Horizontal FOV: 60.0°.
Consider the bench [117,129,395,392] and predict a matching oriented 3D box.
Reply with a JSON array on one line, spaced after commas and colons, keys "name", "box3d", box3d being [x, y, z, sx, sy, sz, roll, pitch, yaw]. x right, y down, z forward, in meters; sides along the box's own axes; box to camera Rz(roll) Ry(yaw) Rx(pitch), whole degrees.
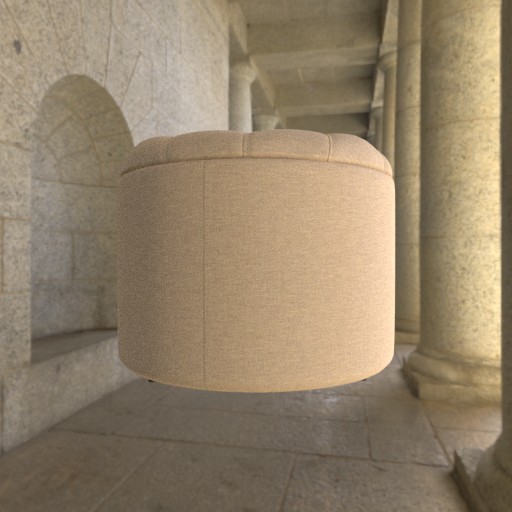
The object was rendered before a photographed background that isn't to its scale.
[{"name": "bench", "box3d": [0.000, 0.000, 1.002, 0.600, 0.454, 0.600, 0, 0, 0]}]
